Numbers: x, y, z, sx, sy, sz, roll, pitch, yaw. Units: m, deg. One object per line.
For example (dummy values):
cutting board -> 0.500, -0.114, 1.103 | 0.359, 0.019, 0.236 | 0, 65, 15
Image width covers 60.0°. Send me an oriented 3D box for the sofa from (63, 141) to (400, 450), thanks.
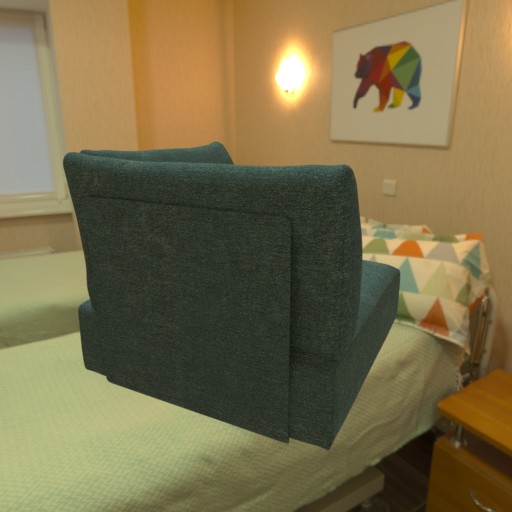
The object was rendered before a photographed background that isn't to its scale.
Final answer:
sofa -> 0.000, 0.000, 1.725 | 1.000, 0.820, 1.000 | 8, 19, 26
